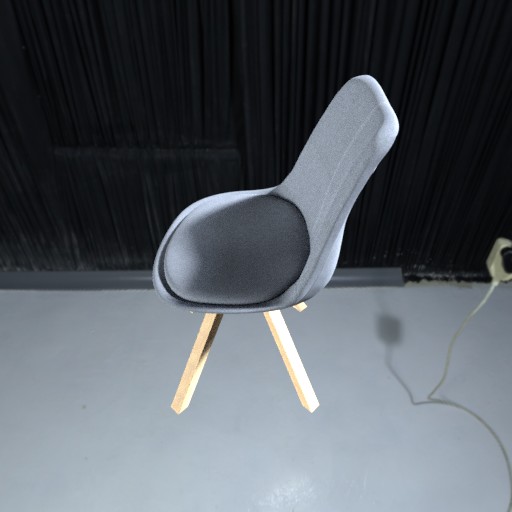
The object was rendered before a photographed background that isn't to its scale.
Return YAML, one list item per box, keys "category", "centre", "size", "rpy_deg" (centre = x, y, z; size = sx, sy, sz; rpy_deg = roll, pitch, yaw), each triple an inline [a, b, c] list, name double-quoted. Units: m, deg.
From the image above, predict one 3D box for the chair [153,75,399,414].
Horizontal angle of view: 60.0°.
- category: "chair"
  centre: [0.000, 0.000, 1.185]
  size: [0.549, 0.863, 0.474]
  rpy_deg: [0, 42, 0]
